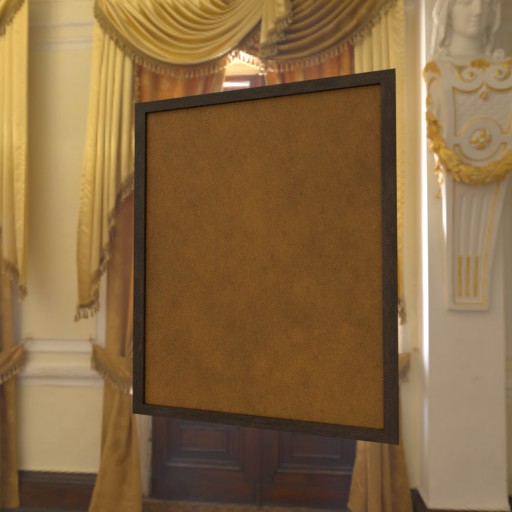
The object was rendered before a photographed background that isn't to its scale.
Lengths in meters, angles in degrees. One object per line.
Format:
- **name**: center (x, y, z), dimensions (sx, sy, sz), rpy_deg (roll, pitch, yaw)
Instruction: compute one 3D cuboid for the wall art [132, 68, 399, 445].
- **wall art**: center (0.000, 0.000, 0.541), dimensions (0.329, 0.406, 0.027), rpy_deg (-1, -2, 18)
